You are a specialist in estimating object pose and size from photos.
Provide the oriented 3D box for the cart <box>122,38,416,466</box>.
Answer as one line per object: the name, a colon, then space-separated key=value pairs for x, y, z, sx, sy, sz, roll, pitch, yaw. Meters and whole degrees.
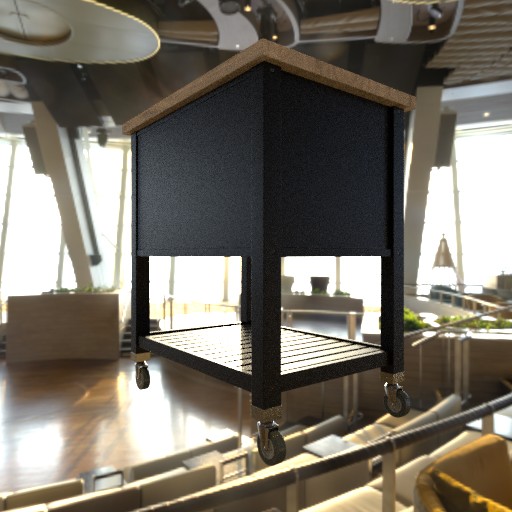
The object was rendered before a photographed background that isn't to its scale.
cart: x=0.000 y=0.000 z=1.415 sx=0.567 sy=0.920 sz=0.797 roll=0 pitch=0 yaw=-38
